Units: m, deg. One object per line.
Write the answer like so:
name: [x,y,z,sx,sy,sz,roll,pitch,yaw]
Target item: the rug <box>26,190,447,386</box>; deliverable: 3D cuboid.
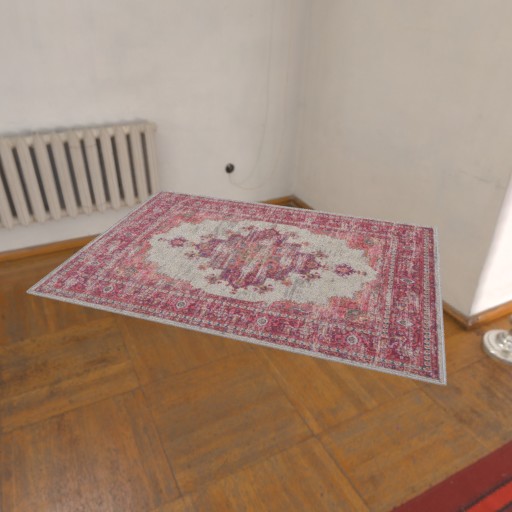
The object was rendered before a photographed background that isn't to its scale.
rug: [0.000,0.000,2.835,2.232,0.011,1.555,9,32,15]
